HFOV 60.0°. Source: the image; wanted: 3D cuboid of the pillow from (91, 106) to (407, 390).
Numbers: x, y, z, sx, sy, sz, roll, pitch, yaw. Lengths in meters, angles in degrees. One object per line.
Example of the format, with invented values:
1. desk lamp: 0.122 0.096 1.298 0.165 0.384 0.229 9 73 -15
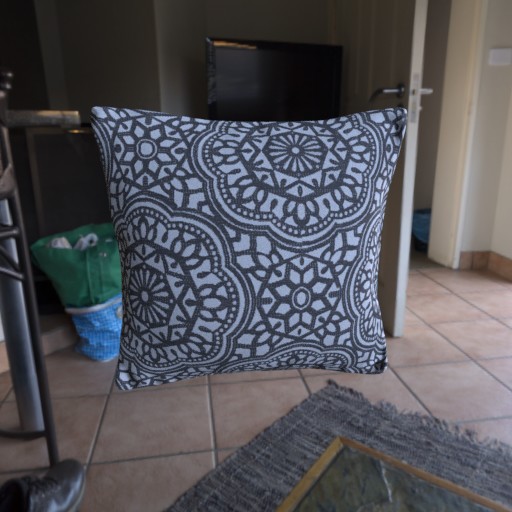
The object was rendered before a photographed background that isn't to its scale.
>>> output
1. pillow: 0.000 0.000 0.652 0.436 0.417 0.148 -2 16 -7
